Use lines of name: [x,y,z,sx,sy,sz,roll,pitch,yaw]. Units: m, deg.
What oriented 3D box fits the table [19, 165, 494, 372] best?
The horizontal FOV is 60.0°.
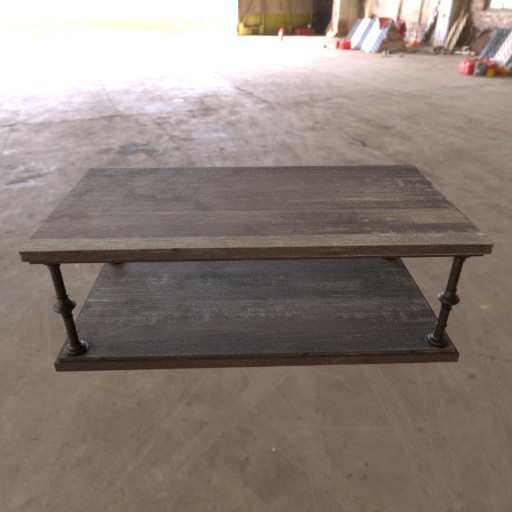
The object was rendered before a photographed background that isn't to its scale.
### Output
table: [0.000,0.000,1.346,1.088,0.373,0.554,-1,30,-2]
